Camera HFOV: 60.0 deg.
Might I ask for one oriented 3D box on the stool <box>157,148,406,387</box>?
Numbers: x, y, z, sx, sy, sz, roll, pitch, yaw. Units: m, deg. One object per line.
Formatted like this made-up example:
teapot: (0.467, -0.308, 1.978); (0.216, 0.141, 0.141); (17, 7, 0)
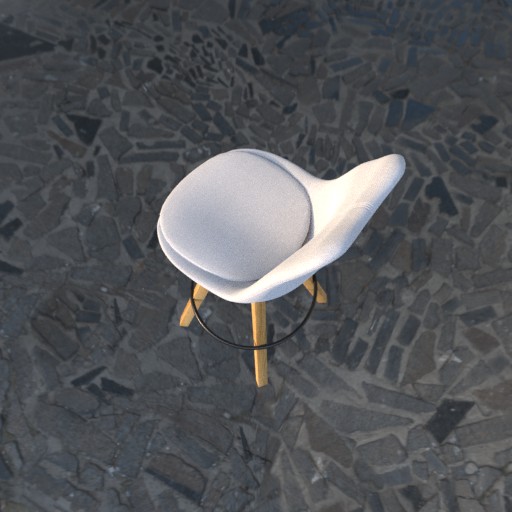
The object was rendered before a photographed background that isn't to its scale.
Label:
stool: (0.000, 0.000, 1.375); (0.550, 1.115, 0.484); (34, 70, 15)
